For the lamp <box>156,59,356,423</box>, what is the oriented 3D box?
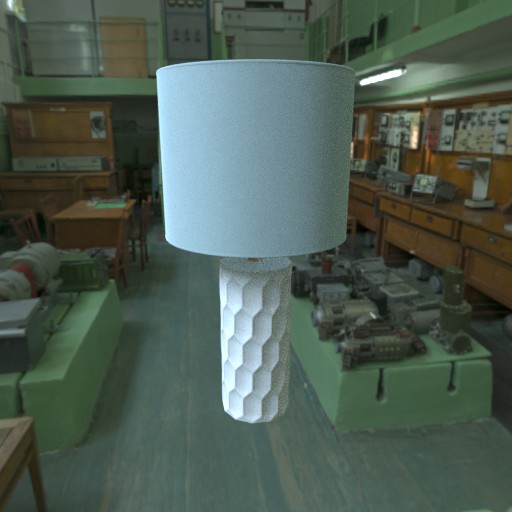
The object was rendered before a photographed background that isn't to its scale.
[{"bbox_3d":[0.000,0.000,0.700,0.277,0.534,0.277,-3,16,-10],"label":"lamp"}]
